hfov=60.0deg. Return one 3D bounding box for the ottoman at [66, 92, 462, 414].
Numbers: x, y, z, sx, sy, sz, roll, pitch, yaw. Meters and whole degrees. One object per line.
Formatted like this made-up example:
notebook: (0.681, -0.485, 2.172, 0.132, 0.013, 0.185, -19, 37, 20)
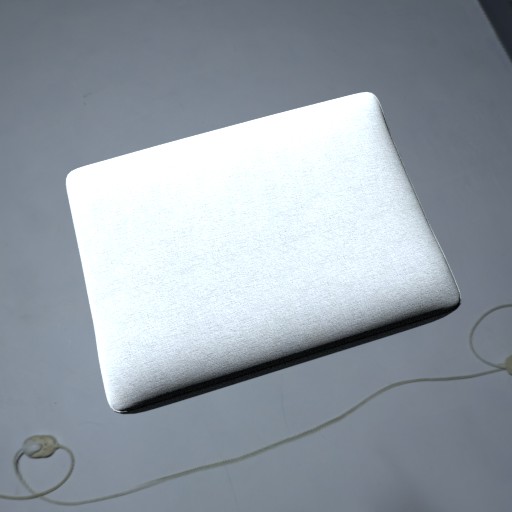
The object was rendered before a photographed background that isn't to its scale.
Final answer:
ottoman: (0.000, 0.000, 1.084, 0.749, 0.428, 0.549, -16, 76, -4)
